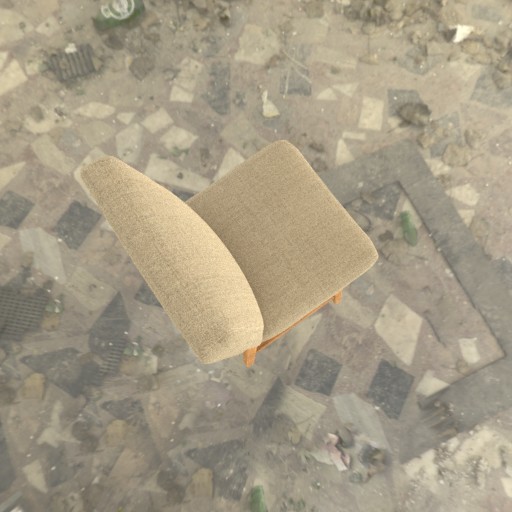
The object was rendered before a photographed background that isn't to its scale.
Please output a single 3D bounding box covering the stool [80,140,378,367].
[{"bbox_3d":[0.000,0.000,1.290,0.526,1.010,0.459,-34,77,-9],"label":"stool"}]
